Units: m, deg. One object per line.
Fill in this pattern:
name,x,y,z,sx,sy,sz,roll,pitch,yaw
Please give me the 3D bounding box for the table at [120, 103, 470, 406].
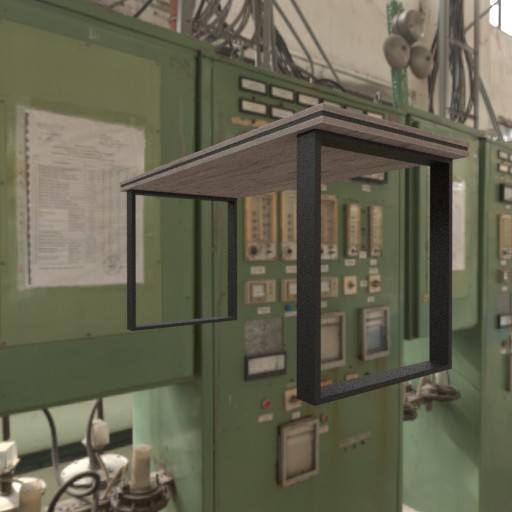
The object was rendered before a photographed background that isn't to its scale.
table,0.000,0.000,2.237,0.795,0.899,1.778,0,1,-35
